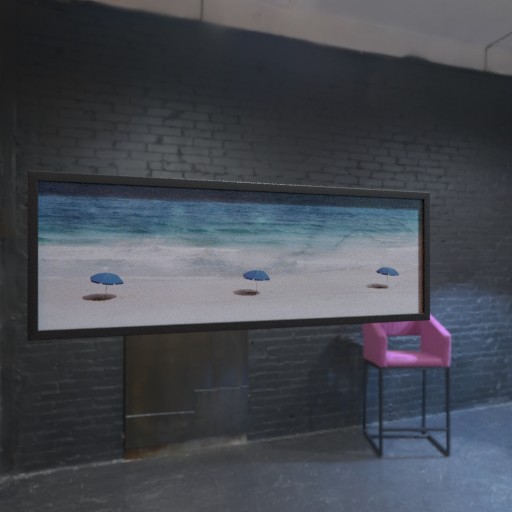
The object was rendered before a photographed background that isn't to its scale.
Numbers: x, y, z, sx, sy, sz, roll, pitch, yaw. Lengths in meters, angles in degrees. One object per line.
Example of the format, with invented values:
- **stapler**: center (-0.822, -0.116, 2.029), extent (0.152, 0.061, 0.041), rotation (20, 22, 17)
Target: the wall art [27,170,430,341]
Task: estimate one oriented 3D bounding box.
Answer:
- **wall art**: center (0.000, 0.000, 1.700), extent (1.572, 0.554, 0.041), rotation (0, 0, -18)
